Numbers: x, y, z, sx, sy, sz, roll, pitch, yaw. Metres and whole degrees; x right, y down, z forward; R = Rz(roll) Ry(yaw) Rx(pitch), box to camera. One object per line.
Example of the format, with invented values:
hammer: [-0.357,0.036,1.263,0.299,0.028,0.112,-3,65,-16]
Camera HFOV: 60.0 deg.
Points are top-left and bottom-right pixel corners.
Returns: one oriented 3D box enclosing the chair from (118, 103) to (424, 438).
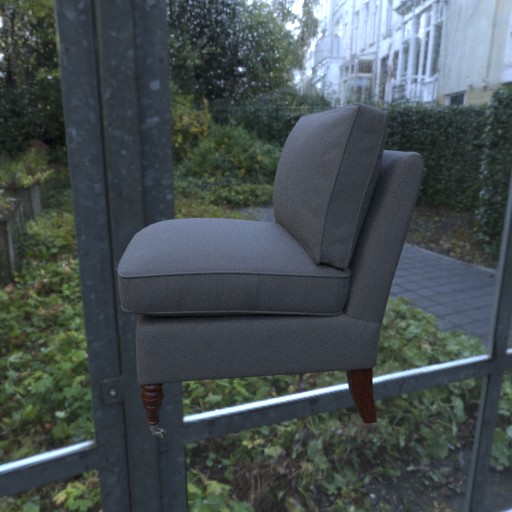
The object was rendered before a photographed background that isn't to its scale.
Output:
chair: [0.000,0.000,1.663,0.924,1.045,0.724,-2,15,-8]
